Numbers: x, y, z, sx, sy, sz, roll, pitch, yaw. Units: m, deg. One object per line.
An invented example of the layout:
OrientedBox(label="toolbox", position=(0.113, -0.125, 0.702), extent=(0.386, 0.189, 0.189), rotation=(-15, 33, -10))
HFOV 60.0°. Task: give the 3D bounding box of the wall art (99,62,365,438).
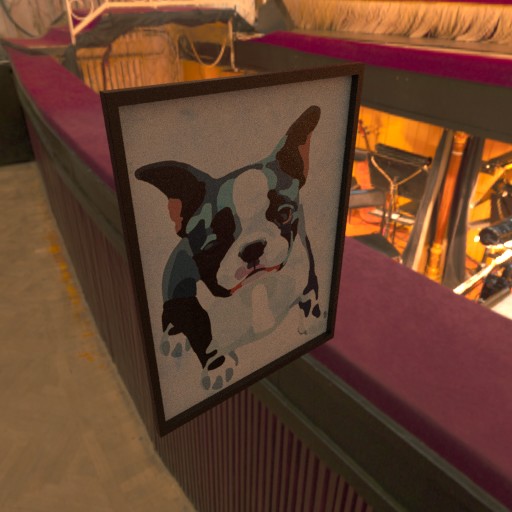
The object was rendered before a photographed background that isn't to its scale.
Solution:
OrientedBox(label="wall art", position=(0.000, 0.000, 1.342), extent=(0.774, 1.027, 0.030), rotation=(-21, 36, -32))
